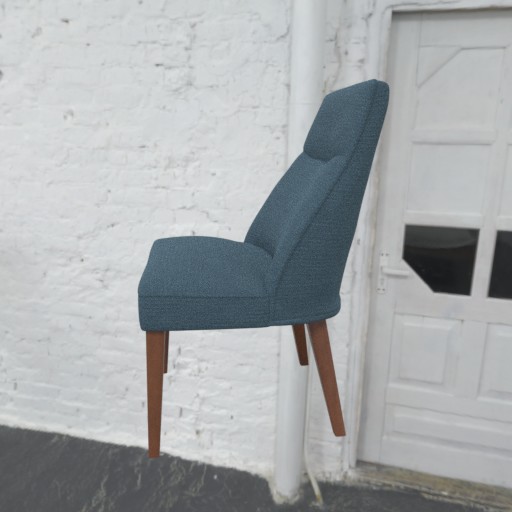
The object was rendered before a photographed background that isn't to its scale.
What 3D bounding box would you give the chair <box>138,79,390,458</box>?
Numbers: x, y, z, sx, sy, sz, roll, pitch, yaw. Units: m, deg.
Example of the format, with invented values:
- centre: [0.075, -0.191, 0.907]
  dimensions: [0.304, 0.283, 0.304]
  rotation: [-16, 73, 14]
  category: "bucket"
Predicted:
- centre: [0.000, 0.000, 1.269]
  dimensions: [0.620, 0.930, 0.500]
  rotation: [-2, 15, -8]
  category: "chair"
